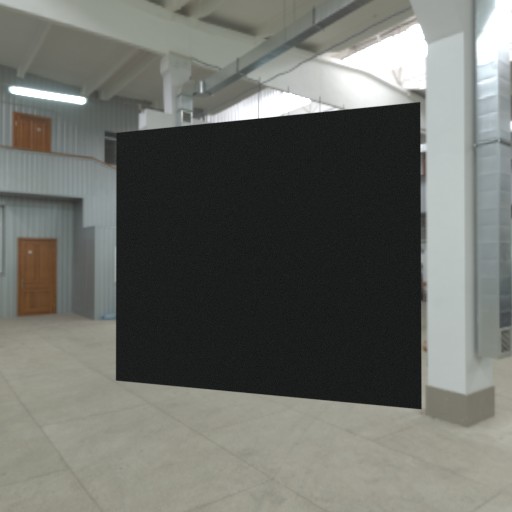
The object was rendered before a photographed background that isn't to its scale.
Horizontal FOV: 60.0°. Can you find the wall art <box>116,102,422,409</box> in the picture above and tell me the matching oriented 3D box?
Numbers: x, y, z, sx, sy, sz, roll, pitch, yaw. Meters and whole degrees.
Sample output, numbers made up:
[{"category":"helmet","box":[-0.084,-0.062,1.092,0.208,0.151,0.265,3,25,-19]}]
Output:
[{"category":"wall art","box":[0.000,0.000,0.547,0.381,0.330,0.031,0,-1,17]}]
